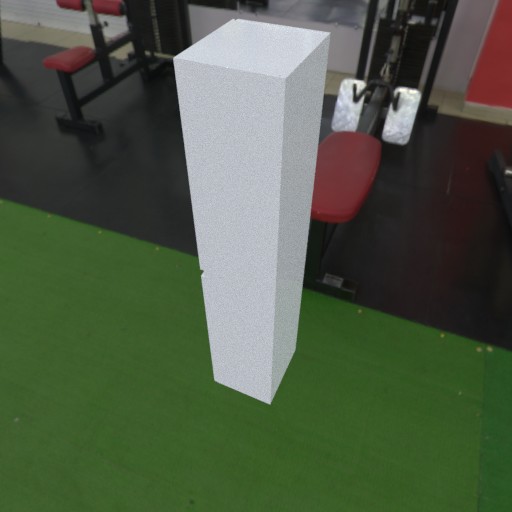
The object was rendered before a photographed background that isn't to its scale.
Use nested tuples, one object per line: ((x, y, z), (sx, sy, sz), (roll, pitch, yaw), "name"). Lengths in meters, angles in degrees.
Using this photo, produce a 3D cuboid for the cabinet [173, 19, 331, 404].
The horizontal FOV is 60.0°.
((0.000, 0.000, 1.535), (0.270, 1.400, 0.300), (18, 47, 17), "cabinet")
